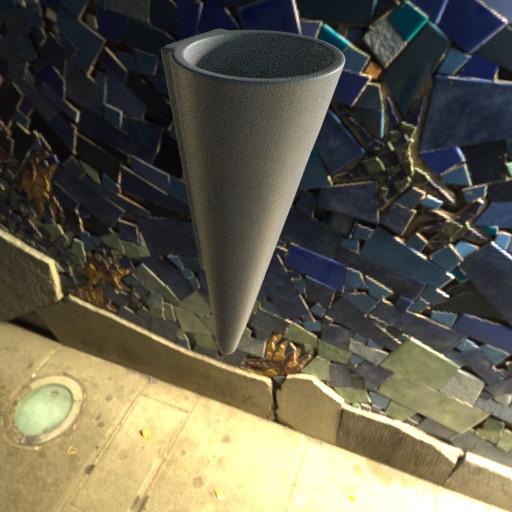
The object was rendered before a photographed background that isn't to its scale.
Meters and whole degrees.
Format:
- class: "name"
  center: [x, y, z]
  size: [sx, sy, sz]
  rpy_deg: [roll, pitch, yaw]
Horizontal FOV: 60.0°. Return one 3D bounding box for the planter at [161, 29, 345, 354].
- class: "planter"
  center: [0.000, 0.000, 0.220]
  size: [0.064, 0.191, 0.057]
  rpy_deg: [27, 47, 27]
